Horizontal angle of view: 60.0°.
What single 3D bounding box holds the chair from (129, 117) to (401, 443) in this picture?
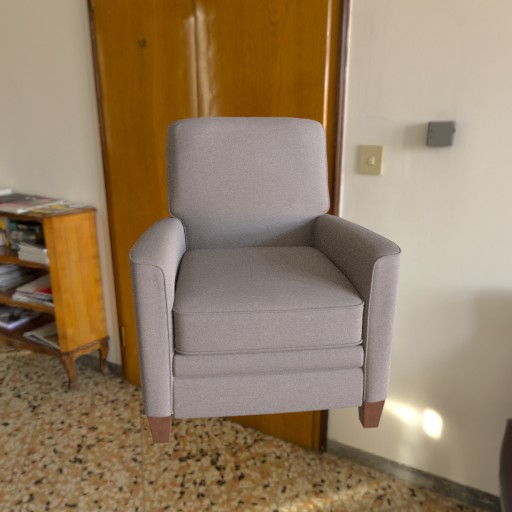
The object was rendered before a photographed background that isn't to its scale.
[{"bbox_3d":[0.000,0.000,1.688,0.845,1.023,0.859,-2,16,-6],"label":"chair"}]
